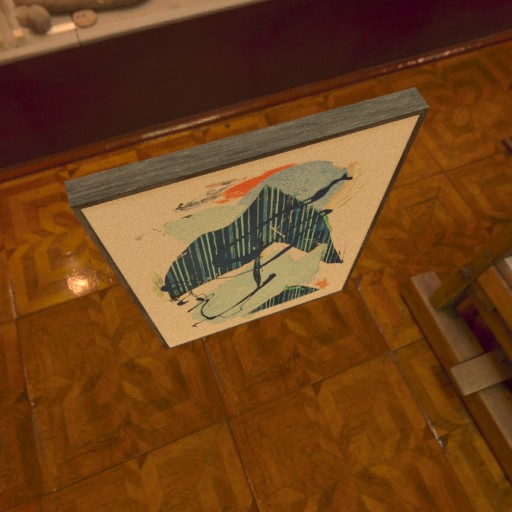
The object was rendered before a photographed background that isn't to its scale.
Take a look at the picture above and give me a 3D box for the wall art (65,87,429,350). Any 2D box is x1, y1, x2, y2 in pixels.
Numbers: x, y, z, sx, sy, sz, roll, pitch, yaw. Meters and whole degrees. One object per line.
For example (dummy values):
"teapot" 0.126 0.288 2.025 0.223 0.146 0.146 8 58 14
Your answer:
"wall art" 0.000 0.000 1.352 0.762 1.016 0.063 -17 64 -9
